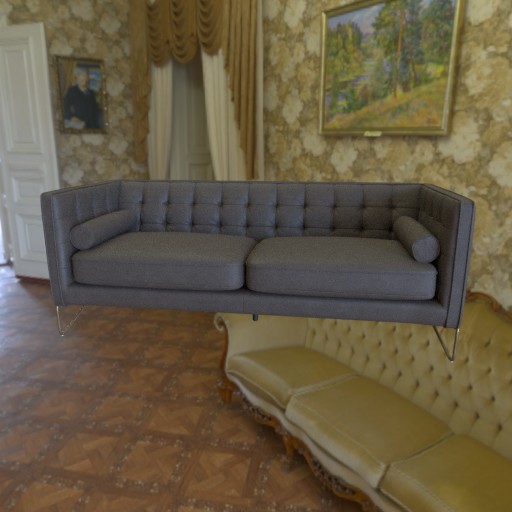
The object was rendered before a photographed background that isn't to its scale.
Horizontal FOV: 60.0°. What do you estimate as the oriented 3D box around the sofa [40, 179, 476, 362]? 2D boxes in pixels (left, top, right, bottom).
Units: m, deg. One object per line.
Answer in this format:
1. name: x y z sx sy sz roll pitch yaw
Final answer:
1. sofa: 0.000 0.000 2.547 2.087 0.789 0.867 2 14 8
